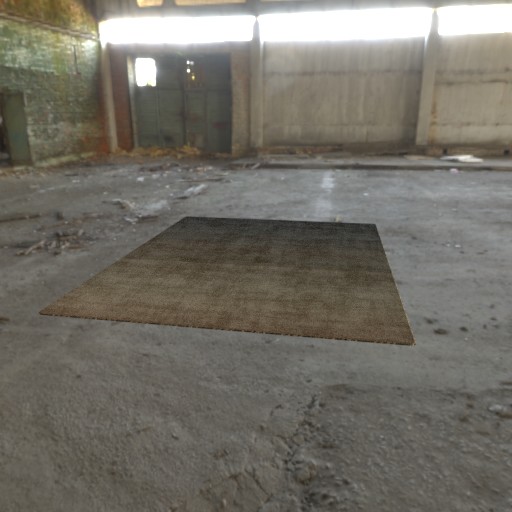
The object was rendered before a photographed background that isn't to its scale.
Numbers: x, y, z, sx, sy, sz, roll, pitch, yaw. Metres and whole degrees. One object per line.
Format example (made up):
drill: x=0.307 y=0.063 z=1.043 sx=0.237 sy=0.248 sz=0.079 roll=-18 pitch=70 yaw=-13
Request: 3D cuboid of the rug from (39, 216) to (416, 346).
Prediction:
rug: x=0.000 y=0.000 z=3.968 sx=2.306 sy=0.017 sz=2.902 roll=3 pitch=18 yaw=10
